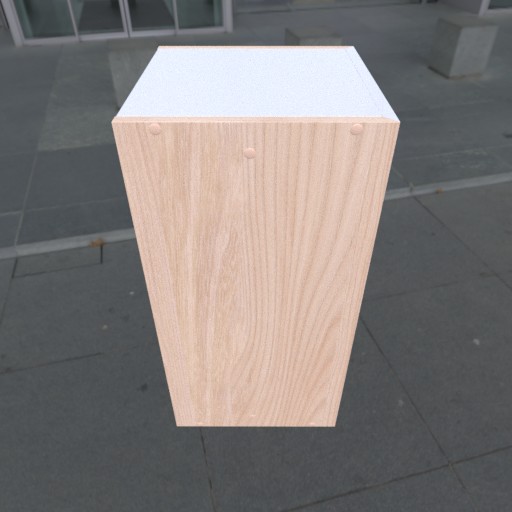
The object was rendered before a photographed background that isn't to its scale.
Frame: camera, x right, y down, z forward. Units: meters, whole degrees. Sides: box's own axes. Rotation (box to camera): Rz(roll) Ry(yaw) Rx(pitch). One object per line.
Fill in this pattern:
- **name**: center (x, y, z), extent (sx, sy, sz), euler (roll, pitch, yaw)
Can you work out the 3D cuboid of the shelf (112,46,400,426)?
- **shelf**: center (0.000, 0.000, 0.755), extent (0.297, 0.594, 0.290), euler (0, 40, 0)
